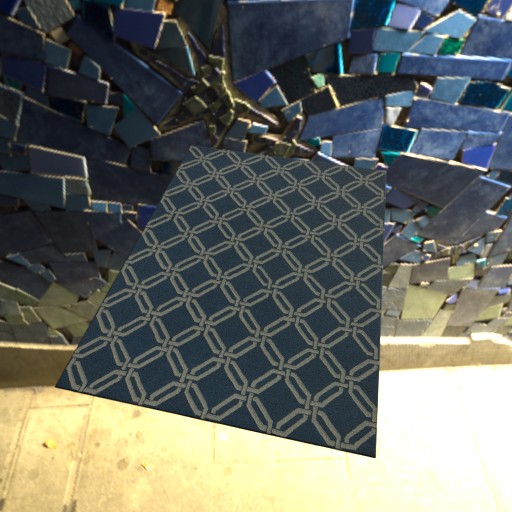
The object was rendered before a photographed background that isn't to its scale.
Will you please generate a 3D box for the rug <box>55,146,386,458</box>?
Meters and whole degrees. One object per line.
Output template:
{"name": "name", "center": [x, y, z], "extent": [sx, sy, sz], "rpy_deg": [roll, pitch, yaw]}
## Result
{"name": "rug", "center": [0.000, 0.000, 4.327], "extent": [2.432, 0.018, 3.342], "rpy_deg": [9, 48, 8]}
